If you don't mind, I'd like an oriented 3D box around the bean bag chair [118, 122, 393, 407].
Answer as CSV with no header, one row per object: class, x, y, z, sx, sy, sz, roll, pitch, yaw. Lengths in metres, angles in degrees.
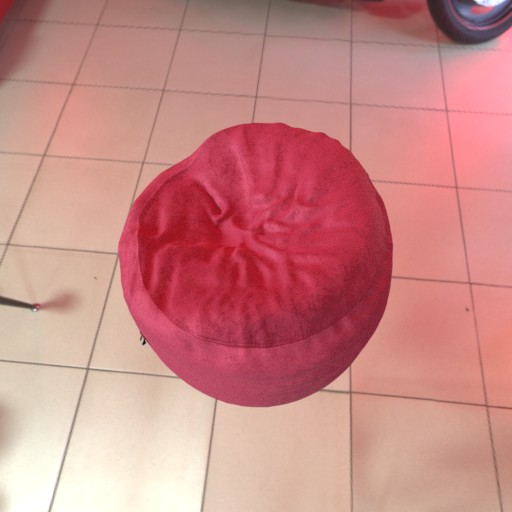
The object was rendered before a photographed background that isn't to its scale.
bean bag chair,0.000,0.000,2.005,1.218,0.788,1.218,0,62,0
